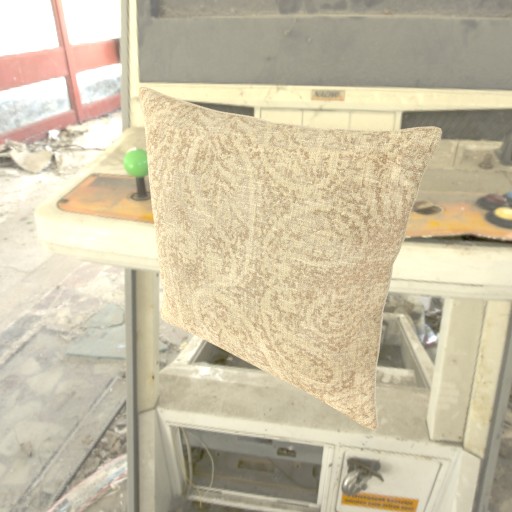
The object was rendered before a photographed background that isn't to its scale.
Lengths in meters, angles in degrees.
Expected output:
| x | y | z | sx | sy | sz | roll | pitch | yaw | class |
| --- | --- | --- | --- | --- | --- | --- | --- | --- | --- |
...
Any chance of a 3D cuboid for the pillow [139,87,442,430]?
| x | y | z | sx | sy | sz | roll | pitch | yaw | class |
| --- | --- | --- | --- | --- | --- | --- | --- | --- | --- |
| 0.000 | 0.000 | 0.767 | 0.523 | 0.510 | 0.166 | 20 | 35 | 30 | pillow |
